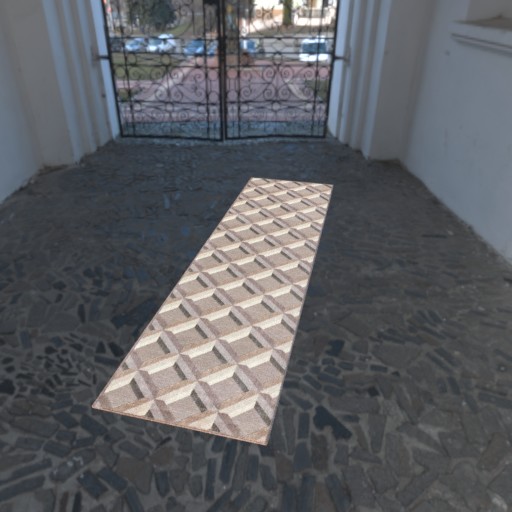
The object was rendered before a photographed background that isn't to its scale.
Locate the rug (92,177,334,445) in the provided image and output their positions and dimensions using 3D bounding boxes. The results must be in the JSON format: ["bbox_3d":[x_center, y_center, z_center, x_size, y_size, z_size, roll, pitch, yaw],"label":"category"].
[{"bbox_3d":[0.000,0.000,2.618,0.685,0.013,2.437,7,32,12],"label":"rug"}]
